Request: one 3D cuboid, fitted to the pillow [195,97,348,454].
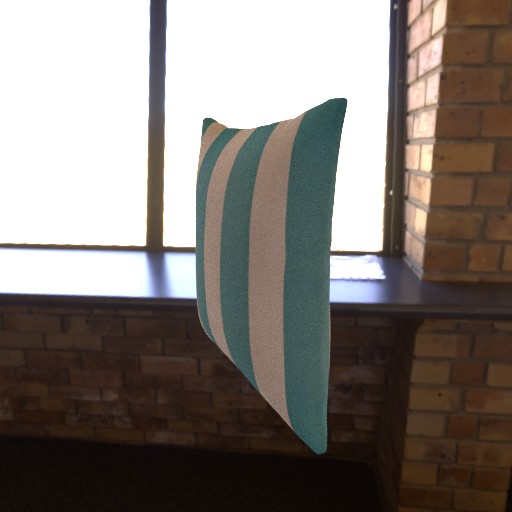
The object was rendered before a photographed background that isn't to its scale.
[{"bbox_3d":[0.000,0.000,0.837,0.189,0.526,0.536,-7,16,-25],"label":"pillow"}]
